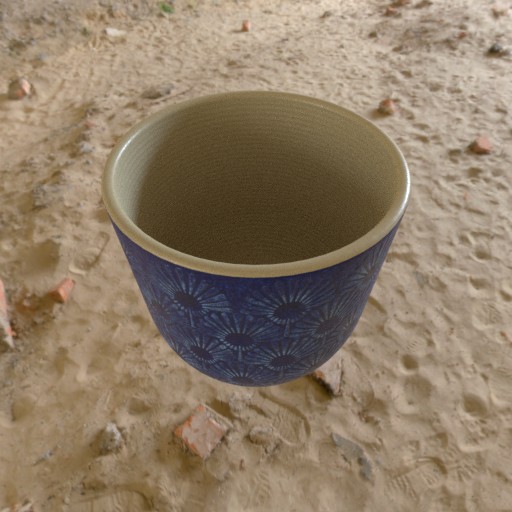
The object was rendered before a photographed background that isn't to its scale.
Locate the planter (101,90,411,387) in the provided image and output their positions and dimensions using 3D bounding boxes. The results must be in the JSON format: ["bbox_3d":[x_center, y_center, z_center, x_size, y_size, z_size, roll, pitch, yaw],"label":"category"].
[{"bbox_3d":[0.000,0.000,0.370,0.206,0.190,0.206,0,47,0],"label":"planter"}]
